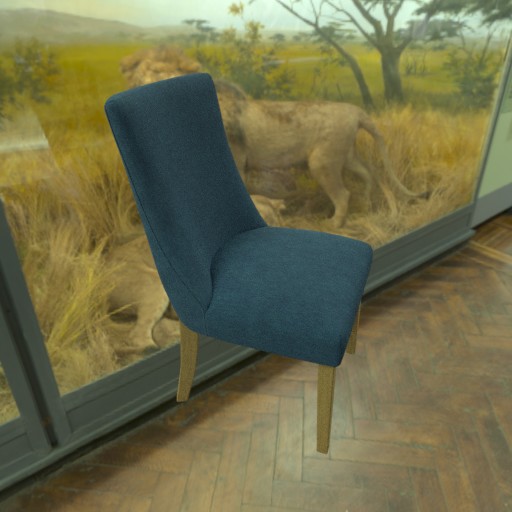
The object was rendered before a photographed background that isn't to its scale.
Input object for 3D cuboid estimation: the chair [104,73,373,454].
[{"bbox_3d":[0.000,0.000,1.257,0.609,0.902,0.495,11,31,18],"label":"chair"}]
